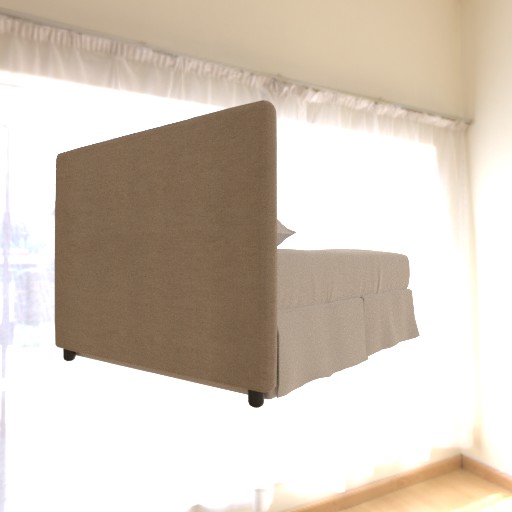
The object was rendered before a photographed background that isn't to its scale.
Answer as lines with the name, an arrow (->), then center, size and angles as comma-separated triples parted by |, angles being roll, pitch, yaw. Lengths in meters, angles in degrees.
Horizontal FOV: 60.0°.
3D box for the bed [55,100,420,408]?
bed -> 0.000, 0.000, 3.192 | 1.713, 1.330, 2.162 | 0, 0, 36
